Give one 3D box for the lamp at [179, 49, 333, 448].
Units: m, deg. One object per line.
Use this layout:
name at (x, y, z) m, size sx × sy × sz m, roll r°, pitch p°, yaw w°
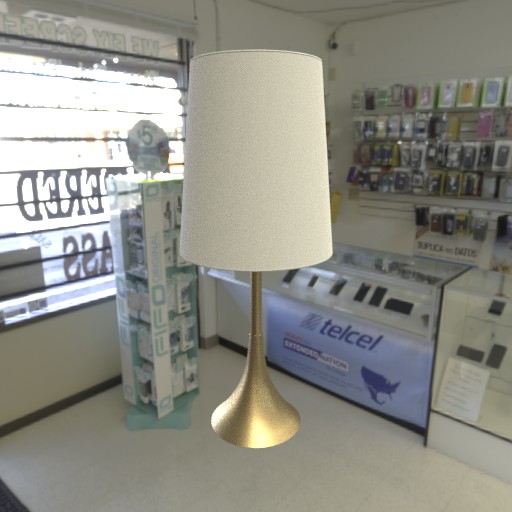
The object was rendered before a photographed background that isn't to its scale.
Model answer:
lamp at (0.000, 0.000, 0.679) m, size 0.231 × 0.569 × 0.231 m, roll 0°, pitch 14°, yaw 0°
